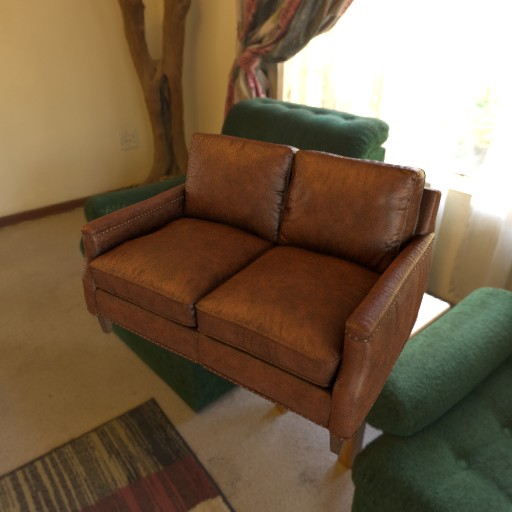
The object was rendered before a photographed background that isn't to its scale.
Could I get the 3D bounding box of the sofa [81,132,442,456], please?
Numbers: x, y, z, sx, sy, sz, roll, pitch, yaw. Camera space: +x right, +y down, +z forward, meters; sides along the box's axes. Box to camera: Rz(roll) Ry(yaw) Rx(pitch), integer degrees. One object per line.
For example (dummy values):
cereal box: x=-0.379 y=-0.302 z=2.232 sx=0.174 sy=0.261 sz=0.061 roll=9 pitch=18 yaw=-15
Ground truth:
sofa: x=0.000 y=0.000 z=2.327 sx=1.628 sy=1.003 sz=1.083 roll=18 pitch=34 yaw=29
